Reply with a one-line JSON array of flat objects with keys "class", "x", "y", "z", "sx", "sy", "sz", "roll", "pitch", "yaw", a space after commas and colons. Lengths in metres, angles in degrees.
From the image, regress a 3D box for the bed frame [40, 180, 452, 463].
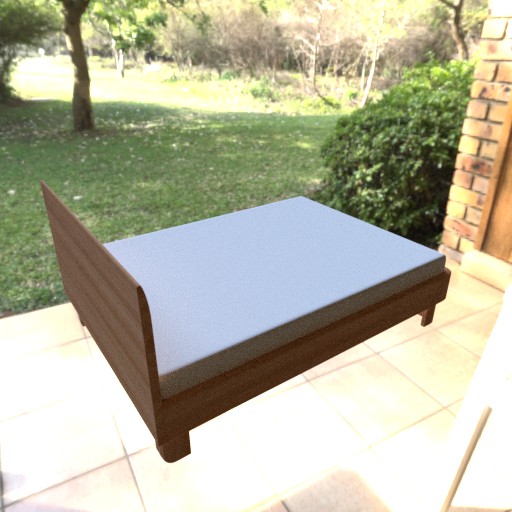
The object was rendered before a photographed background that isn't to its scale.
[{"class": "bed frame", "x": 0.000, "y": 0.000, "z": 2.719, "sx": 1.992, "sy": 0.940, "sz": 1.472, "roll": -17, "pitch": 31, "yaw": -31}]
